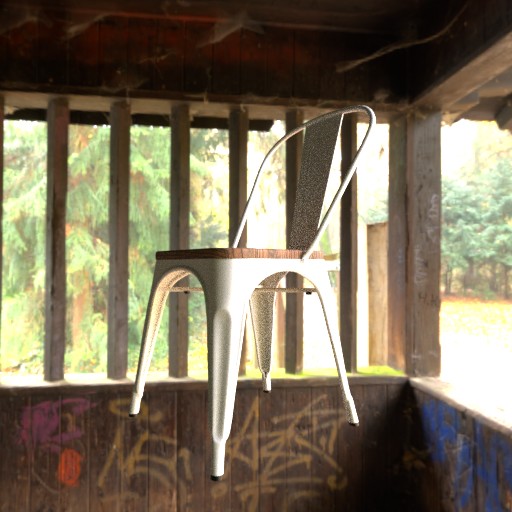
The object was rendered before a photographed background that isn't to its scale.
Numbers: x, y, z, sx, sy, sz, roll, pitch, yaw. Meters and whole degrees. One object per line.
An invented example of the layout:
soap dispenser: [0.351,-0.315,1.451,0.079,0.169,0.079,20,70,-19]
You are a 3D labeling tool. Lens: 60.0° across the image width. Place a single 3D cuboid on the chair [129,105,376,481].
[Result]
chair: [0.000,0.000,1.163,0.521,0.851,0.452,1,-1,-36]
